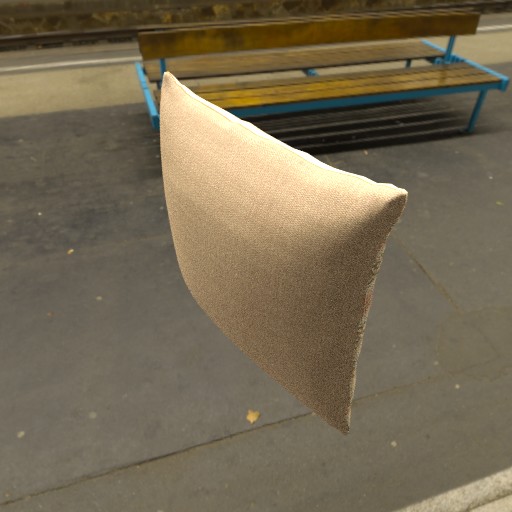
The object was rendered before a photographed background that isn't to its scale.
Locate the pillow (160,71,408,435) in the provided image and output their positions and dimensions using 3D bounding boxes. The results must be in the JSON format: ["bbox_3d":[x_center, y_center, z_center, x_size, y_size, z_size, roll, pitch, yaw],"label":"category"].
[{"bbox_3d":[0.000,0.000,0.795,0.215,0.519,0.521,-28,47,-29],"label":"pillow"}]
